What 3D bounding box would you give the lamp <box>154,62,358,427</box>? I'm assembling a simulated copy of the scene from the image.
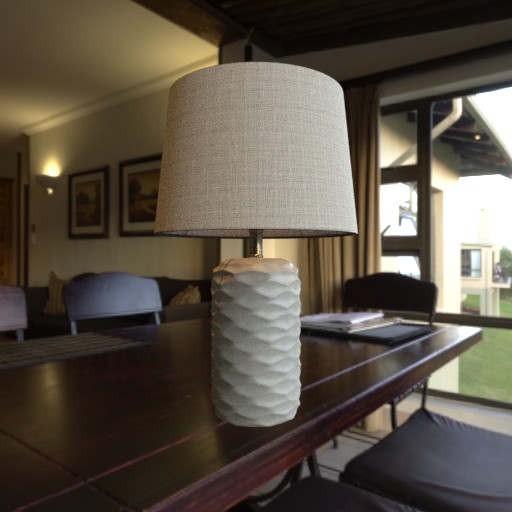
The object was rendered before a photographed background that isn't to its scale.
[{"bbox_3d":[0.000,0.000,0.839,0.376,0.594,0.376,0,0,0],"label":"lamp"}]
